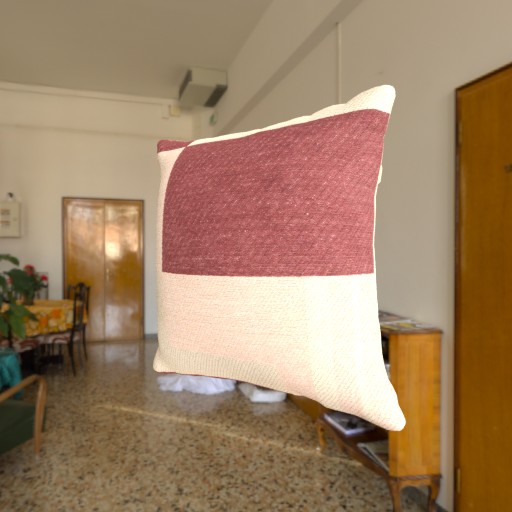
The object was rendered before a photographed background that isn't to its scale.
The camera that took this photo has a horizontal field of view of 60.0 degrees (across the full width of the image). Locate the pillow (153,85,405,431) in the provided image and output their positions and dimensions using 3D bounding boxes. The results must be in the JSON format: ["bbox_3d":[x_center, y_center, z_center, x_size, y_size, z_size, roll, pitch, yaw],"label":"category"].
[{"bbox_3d":[0.000,0.000,0.797,0.536,0.506,0.229,1,1,36],"label":"pillow"}]
